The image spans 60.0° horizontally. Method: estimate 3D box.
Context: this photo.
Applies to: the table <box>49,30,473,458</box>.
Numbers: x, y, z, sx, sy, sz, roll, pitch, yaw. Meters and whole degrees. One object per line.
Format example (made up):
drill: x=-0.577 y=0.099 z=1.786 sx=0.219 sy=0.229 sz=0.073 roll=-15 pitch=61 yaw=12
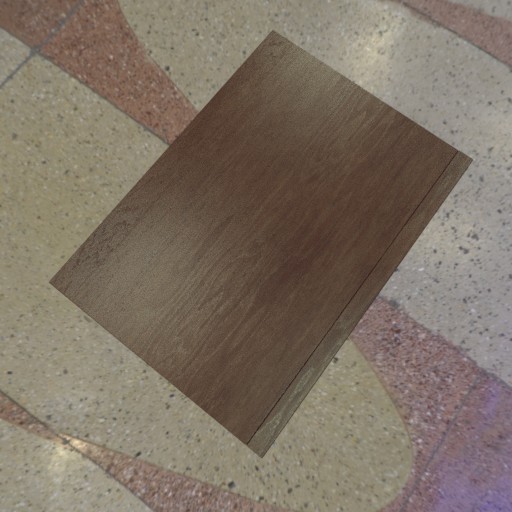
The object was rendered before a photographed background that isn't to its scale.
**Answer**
table: x=0.000 y=0.000 z=0.984 sx=0.449 sy=0.609 sz=0.557 roll=37 pitch=79 yaw=8
